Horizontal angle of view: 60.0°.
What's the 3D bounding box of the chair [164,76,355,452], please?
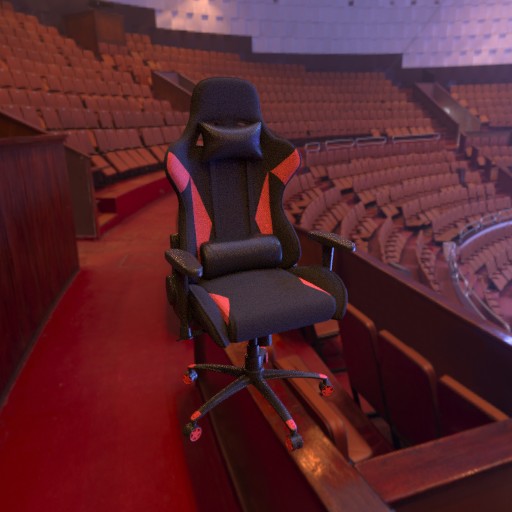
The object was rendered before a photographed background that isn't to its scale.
[{"bbox_3d":[0.000,0.000,1.706,0.695,1.326,0.658,-9,19,-26],"label":"chair"}]
